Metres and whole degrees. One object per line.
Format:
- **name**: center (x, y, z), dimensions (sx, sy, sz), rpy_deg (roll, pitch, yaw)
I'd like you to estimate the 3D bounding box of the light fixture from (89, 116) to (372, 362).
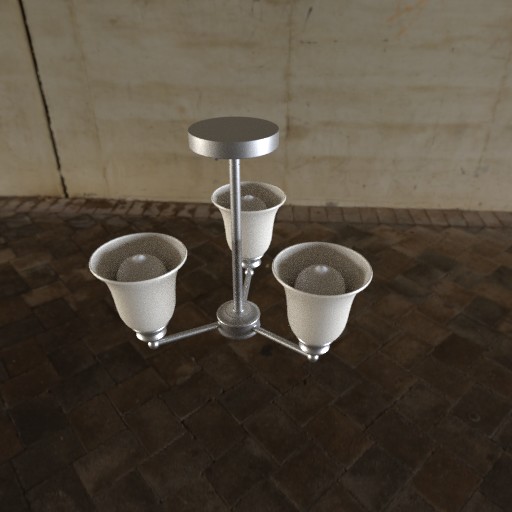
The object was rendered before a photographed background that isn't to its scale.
- **light fixture**: center (0.000, 0.000, 0.665), dimensions (0.354, 0.370, 0.388), rpy_deg (21, 38, 30)
